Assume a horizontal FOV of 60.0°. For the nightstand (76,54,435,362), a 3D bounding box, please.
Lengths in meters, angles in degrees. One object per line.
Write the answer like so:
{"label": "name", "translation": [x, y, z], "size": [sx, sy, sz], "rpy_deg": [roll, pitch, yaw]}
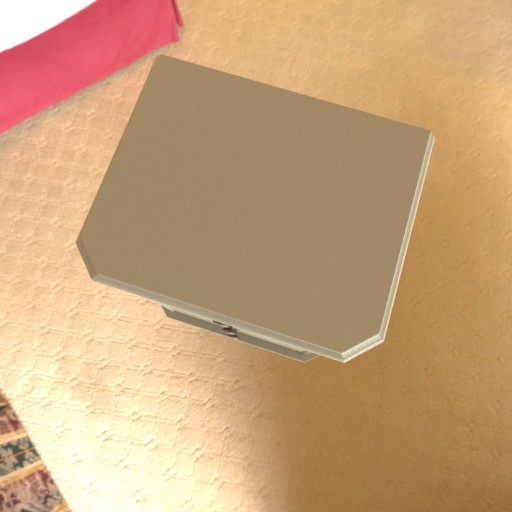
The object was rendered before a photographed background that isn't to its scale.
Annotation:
{"label": "nightstand", "translation": [0.000, 0.000, 0.938], "size": [0.435, 0.680, 0.348], "rpy_deg": [17, 77, 4]}
